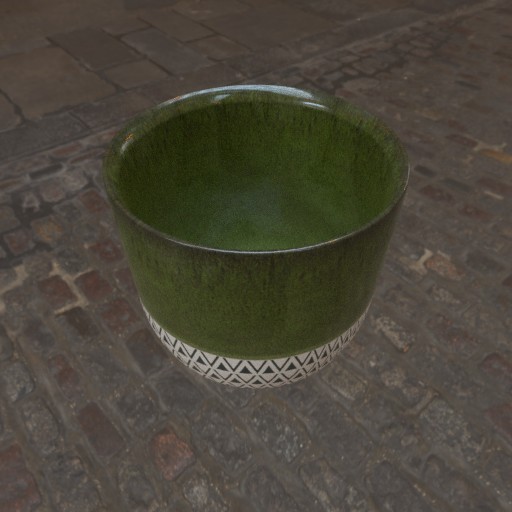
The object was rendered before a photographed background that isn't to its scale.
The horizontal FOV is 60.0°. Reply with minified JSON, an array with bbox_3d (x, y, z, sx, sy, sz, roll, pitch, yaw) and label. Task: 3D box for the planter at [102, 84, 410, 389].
[{"bbox_3d":[0.000,0.000,0.487,0.266,0.270,0.266,0,45,0],"label":"planter"}]
